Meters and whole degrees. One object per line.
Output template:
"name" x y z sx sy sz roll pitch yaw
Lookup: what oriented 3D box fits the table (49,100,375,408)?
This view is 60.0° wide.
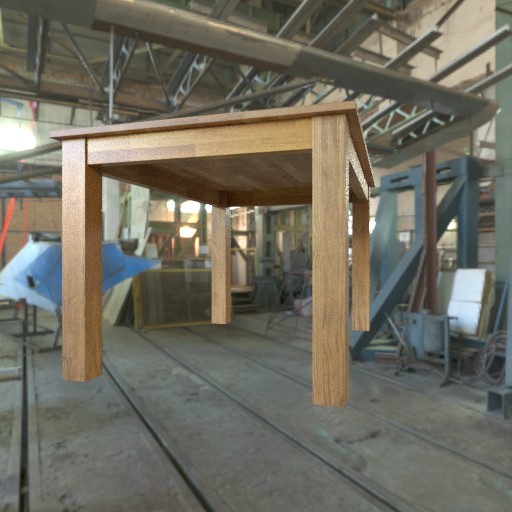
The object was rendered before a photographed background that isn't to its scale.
"table" 0.000 0.000 1.818 0.900 0.750 1.300 0 0 17
